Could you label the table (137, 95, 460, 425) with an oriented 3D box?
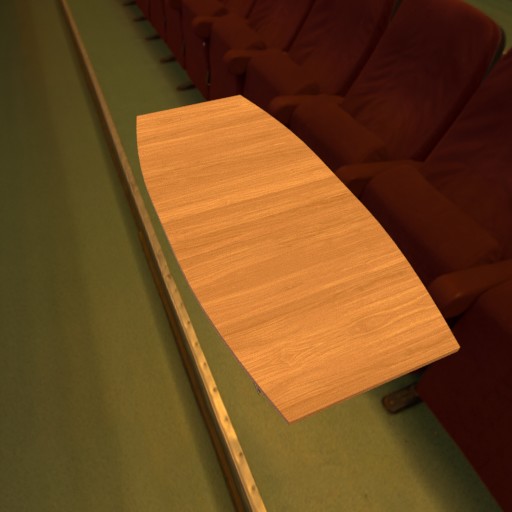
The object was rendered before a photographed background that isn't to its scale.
[{"bbox_3d":[0.000,0.000,2.367,0.900,0.750,2.032,-18,49,-16],"label":"table"}]
